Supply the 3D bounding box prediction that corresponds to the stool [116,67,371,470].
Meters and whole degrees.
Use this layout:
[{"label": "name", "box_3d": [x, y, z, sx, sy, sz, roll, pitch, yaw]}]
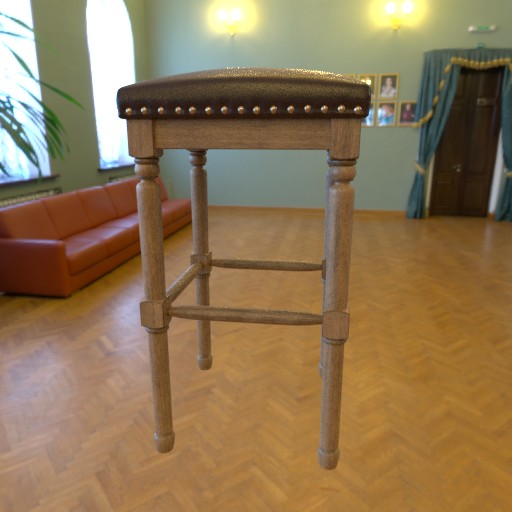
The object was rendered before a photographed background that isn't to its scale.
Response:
[{"label": "stool", "box_3d": [0.000, 0.000, 0.902, 0.383, 0.702, 0.382, 2, 15, 8]}]
